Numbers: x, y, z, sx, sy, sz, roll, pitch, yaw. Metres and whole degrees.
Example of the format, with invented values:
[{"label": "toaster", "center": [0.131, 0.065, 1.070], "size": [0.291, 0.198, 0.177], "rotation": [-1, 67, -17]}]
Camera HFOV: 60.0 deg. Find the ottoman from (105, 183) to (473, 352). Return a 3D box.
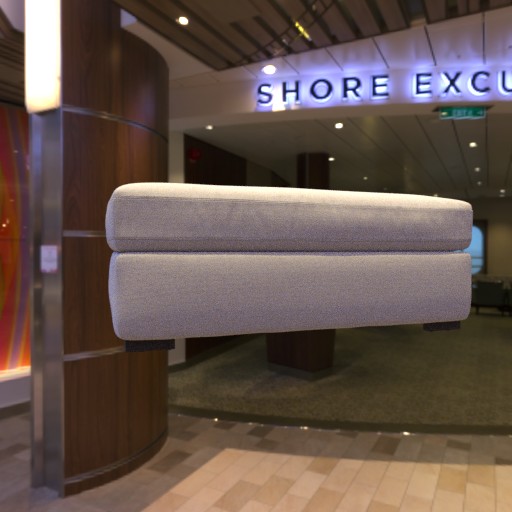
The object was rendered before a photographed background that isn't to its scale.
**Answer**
[{"label": "ottoman", "center": [0.000, 0.000, 1.810], "size": [1.163, 0.482, 1.167], "rotation": [0, 1, -18]}]
